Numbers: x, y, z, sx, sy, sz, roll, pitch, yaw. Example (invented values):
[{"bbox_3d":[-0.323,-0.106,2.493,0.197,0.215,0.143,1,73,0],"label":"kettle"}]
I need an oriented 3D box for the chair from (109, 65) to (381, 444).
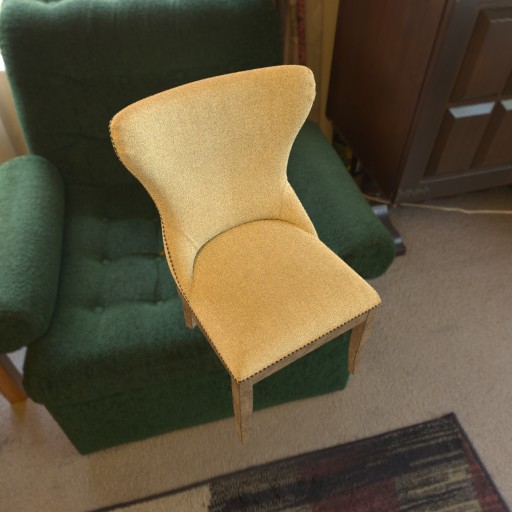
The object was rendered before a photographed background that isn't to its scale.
[{"bbox_3d":[0.000,0.000,1.480,0.654,1.002,0.681,-24,50,-22],"label":"chair"}]
